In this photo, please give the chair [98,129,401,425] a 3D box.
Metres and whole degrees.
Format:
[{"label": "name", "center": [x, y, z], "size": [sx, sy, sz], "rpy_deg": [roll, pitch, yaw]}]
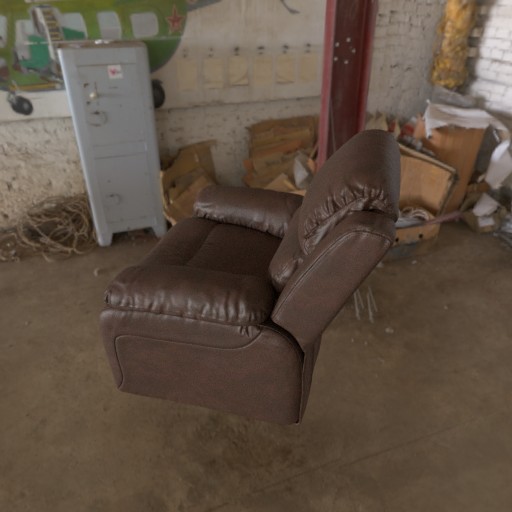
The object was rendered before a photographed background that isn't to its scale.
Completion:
[{"label": "chair", "center": [0.000, 0.000, 1.265], "size": [0.707, 0.702, 0.680], "rpy_deg": [9, 33, 14]}]
